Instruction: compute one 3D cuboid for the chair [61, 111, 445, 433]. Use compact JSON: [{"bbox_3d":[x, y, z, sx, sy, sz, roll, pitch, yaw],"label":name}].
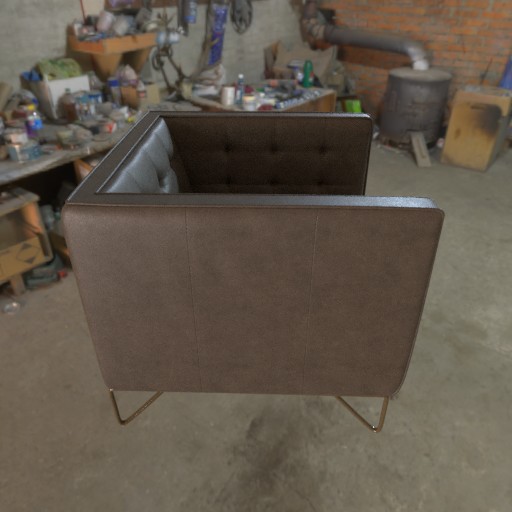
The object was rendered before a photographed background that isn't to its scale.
[{"bbox_3d":[0.000,0.000,1.544,0.894,0.790,0.880,1,32,1],"label":"chair"}]
